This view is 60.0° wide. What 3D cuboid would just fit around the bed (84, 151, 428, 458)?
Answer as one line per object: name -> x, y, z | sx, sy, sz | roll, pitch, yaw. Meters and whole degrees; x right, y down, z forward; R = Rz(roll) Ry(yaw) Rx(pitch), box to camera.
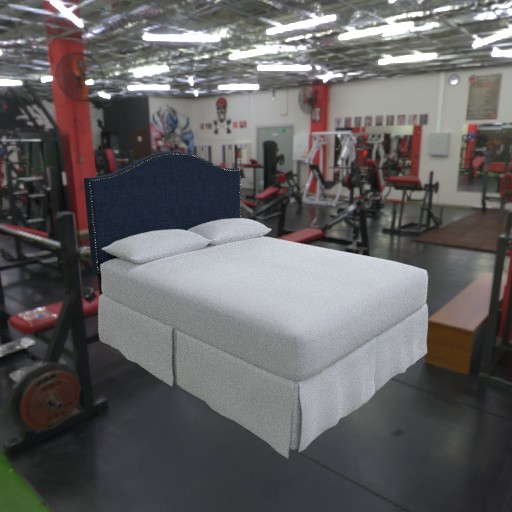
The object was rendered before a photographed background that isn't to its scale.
bed -> 0.000, 0.000, 3.373 | 2.153, 1.518, 1.725 | 13, 20, 41
